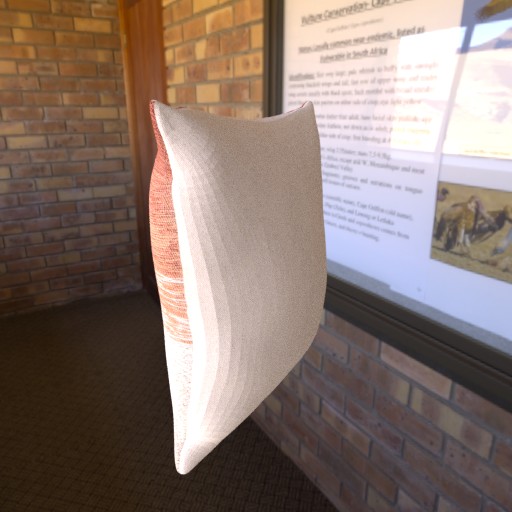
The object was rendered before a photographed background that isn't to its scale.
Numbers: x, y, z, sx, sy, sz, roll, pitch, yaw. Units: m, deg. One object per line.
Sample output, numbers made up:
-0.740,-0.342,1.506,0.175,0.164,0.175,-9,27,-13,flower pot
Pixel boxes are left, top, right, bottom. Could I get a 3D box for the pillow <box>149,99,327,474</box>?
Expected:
0.000,0.000,0.655,0.182,0.441,0.440,9,20,25,pillow
